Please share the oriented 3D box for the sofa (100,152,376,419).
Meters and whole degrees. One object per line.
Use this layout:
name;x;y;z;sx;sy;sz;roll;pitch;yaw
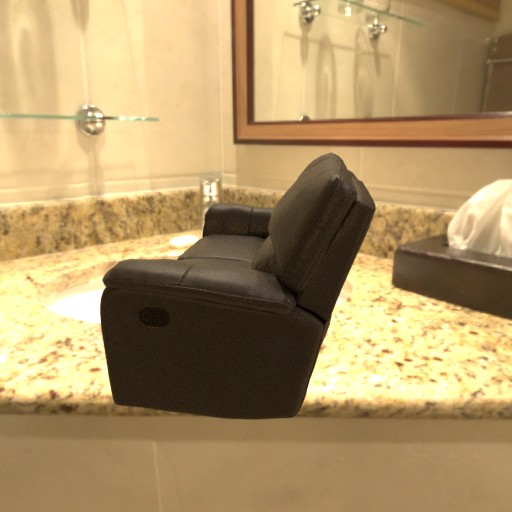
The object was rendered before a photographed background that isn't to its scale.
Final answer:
sofa;0.000;0.000;2.489;1.104;1.111;1.765;2;16;9
